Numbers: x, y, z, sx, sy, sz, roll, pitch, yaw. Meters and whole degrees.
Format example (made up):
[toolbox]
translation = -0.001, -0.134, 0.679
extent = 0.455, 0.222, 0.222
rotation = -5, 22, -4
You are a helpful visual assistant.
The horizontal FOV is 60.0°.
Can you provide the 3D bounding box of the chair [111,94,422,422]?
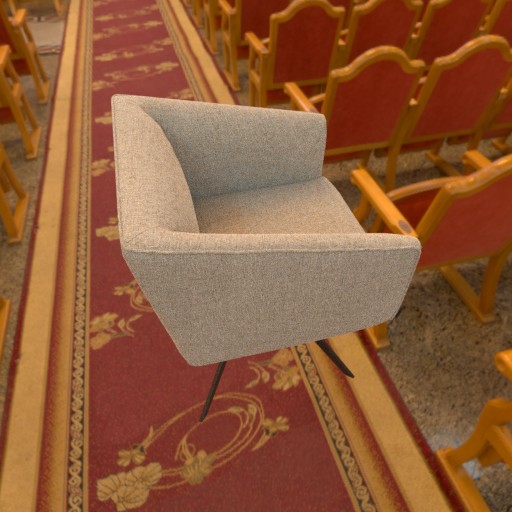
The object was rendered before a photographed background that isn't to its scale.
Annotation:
[chair]
translation = 0.000, 0.000, 1.260
extent = 0.623, 0.760, 0.628
rotation = -10, 46, -10
